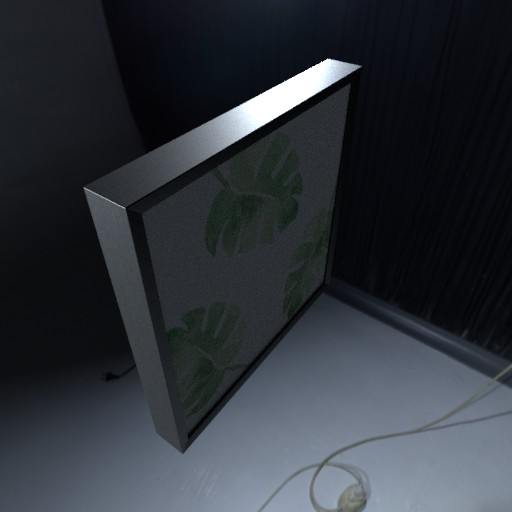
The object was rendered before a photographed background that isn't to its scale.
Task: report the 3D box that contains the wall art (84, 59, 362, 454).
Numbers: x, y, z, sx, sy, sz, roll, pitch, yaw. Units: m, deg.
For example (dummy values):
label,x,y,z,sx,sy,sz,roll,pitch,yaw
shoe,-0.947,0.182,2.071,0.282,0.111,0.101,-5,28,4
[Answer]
label,x,y,z,sx,sy,sz,roll,pitch,yaw
wall art,0.000,0.000,0.453,0.038,0.304,0.304,26,47,27
